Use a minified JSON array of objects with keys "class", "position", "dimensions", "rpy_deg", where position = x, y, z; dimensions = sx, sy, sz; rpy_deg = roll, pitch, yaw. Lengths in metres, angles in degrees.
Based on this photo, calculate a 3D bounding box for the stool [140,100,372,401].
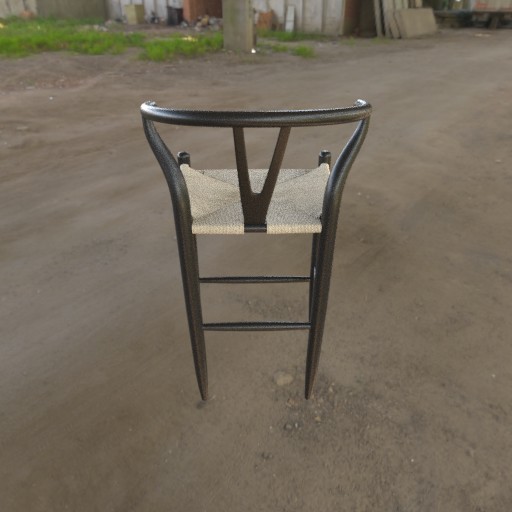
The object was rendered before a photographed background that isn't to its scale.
[{"class":"stool","position":[0.000,0.000,1.331],"dimensions":[0.569,0.970,0.579],"rpy_deg":[-1,31,-1]}]
